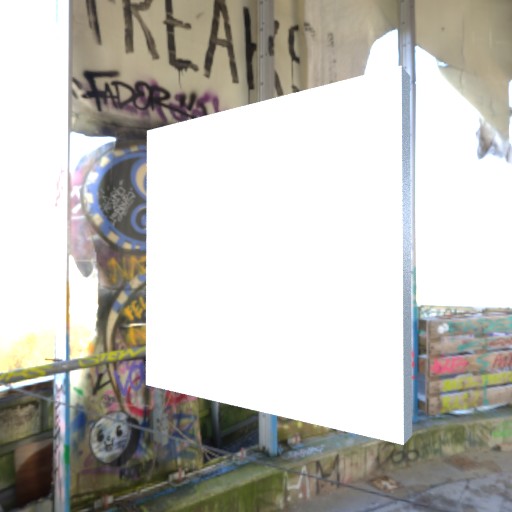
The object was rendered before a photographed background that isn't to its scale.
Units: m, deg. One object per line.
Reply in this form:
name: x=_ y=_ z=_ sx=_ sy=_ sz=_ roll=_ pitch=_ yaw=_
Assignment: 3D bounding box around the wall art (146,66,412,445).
wall art: x=0.000 y=0.000 z=0.528 sx=0.355 sy=0.355 sz=0.027 roll=-1 pitch=-1 yaw=35
